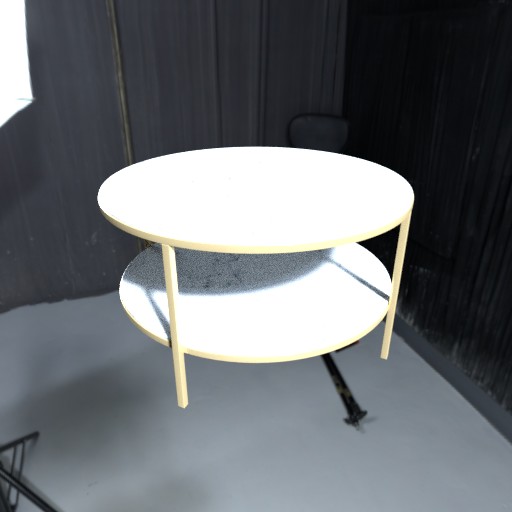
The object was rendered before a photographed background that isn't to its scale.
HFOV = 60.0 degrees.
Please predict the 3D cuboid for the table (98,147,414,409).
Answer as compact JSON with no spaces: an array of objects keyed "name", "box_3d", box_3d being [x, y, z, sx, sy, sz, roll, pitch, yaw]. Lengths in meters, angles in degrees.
[{"name":"table","box_3d":[0.000,0.000,1.274,0.800,0.450,0.800,0,26,0]}]
